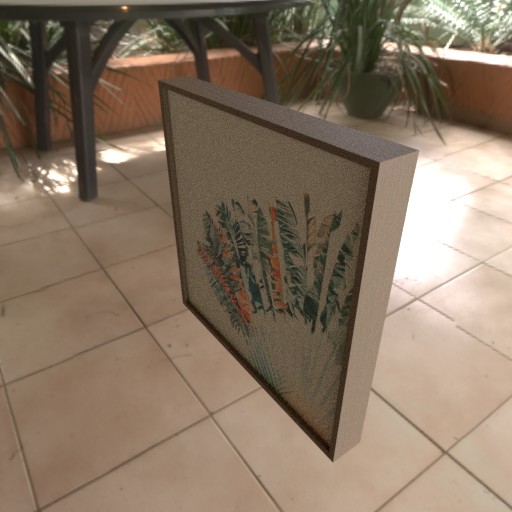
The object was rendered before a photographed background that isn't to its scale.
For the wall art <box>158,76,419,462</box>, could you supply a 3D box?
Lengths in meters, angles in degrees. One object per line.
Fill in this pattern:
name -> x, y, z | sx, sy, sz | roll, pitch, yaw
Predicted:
wall art -> 0.000, 0.000, 0.460 | 0.038, 0.303, 0.304 | -21, 38, -30
